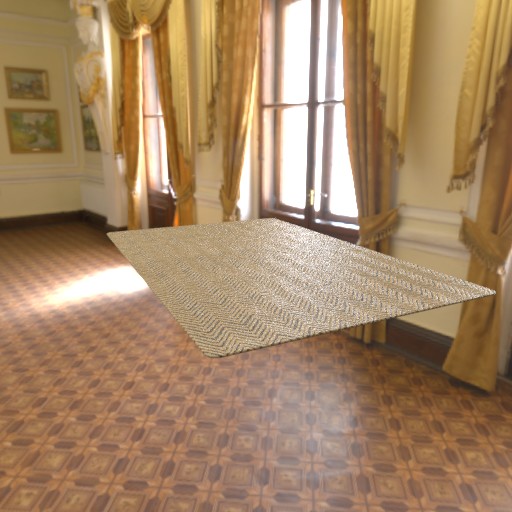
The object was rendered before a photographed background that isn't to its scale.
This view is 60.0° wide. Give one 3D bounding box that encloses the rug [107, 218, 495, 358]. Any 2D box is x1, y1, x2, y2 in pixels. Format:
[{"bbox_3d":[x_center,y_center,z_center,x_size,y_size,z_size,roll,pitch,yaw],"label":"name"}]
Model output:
[{"bbox_3d":[0.000,0.000,2.150,1.144,0.008,1.752,-7,17,-25],"label":"rug"}]
